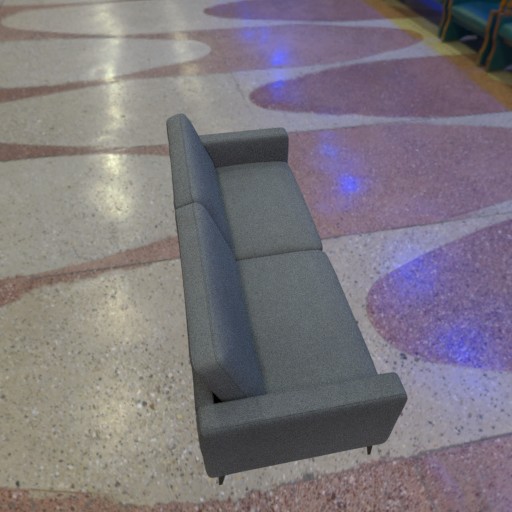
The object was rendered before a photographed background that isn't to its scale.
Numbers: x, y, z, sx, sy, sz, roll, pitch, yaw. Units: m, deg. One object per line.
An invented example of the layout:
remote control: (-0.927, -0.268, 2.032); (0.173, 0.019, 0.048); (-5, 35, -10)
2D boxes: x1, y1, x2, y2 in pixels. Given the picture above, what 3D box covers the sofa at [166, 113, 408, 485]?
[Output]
sofa: (0.000, 0.000, 2.311); (0.774, 0.828, 1.925); (-8, 46, -8)
